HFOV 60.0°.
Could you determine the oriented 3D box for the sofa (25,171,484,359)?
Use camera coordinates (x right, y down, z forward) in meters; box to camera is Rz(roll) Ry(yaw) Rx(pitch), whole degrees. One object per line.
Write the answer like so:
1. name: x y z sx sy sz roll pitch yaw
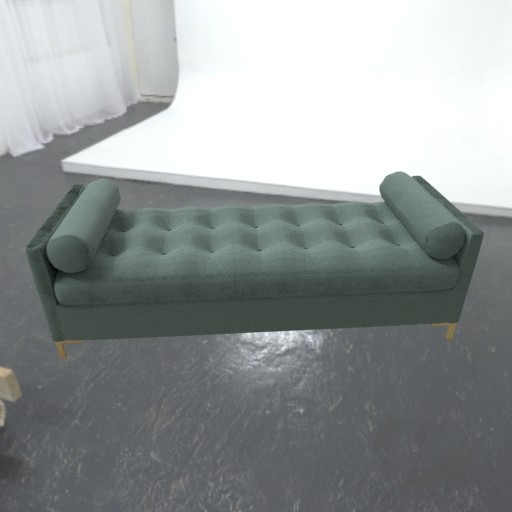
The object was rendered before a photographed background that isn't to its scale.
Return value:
1. sofa: 0.000 0.000 2.457 2.102 0.705 0.796 -2 30 -4
